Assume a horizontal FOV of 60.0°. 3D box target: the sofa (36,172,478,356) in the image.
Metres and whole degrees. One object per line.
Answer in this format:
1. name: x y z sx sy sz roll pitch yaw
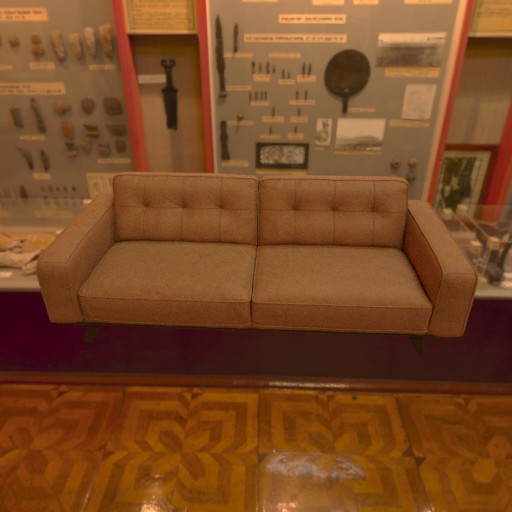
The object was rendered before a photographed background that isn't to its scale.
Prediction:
1. sofa: 0.000 0.000 2.701 2.270 0.780 0.953 2 30 3
